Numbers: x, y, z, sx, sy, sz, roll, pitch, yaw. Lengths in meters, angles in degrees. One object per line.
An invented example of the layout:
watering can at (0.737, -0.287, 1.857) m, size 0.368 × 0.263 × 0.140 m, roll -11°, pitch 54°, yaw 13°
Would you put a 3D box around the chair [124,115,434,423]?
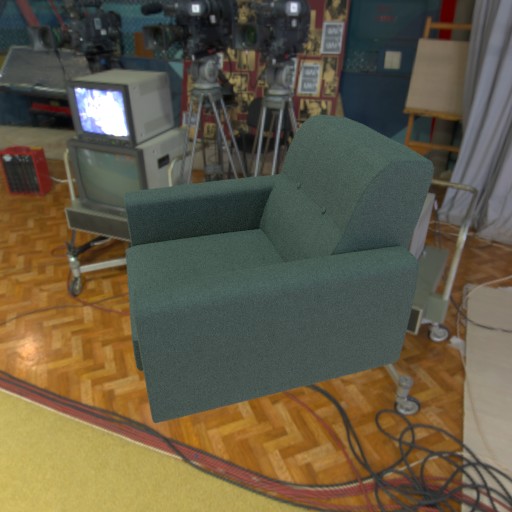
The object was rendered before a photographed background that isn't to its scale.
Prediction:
chair at (0.000, 0.000, 1.593) m, size 0.909 × 0.841 × 0.831 m, roll -8°, pitch 31°, yaw -14°
